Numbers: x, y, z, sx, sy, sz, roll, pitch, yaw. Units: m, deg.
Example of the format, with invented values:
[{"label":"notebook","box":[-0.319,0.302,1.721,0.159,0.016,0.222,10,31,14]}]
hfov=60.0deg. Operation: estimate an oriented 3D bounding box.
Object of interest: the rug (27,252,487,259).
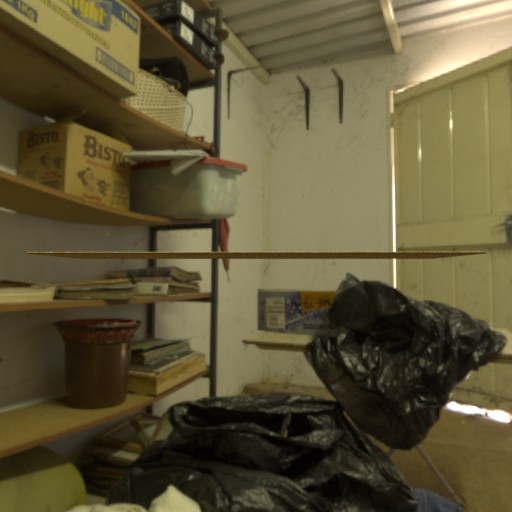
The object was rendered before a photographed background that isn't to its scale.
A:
[{"label":"rug","box":[0.000,0.000,2.717,2.438,0.010,0.775,0,-2,1]}]
